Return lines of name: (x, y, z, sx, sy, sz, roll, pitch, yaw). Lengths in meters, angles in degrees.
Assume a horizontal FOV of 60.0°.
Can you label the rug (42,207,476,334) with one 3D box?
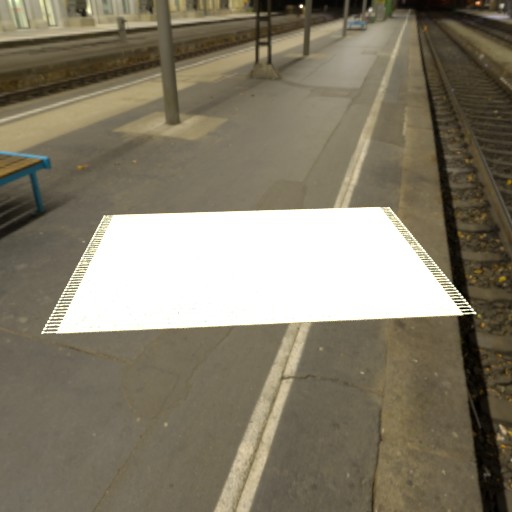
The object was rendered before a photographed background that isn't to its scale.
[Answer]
rug: (0.000, 0.000, 3.130, 2.438, 0.010, 1.524, -2, 30, -4)
